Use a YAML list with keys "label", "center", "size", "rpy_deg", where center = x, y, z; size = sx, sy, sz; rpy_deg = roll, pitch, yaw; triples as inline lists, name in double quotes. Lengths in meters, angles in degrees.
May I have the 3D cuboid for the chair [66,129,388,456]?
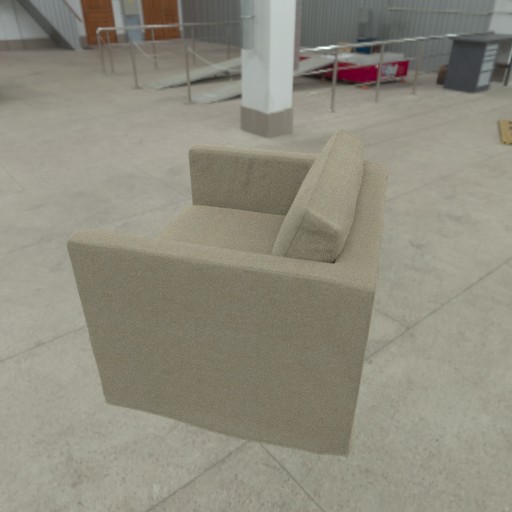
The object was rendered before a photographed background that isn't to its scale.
- label: "chair"
  center: [0.000, 0.000, 1.784]
  size: [0.949, 0.863, 1.057]
  rpy_deg: [8, 32, 13]
